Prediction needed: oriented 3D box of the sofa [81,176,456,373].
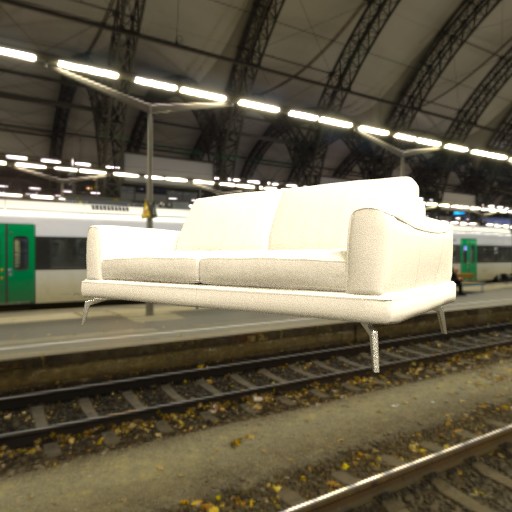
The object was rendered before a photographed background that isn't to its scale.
[{"bbox_3d":[0.000,0.000,2.782,2.177,0.930,1.121,0,0,37],"label":"sofa"}]
